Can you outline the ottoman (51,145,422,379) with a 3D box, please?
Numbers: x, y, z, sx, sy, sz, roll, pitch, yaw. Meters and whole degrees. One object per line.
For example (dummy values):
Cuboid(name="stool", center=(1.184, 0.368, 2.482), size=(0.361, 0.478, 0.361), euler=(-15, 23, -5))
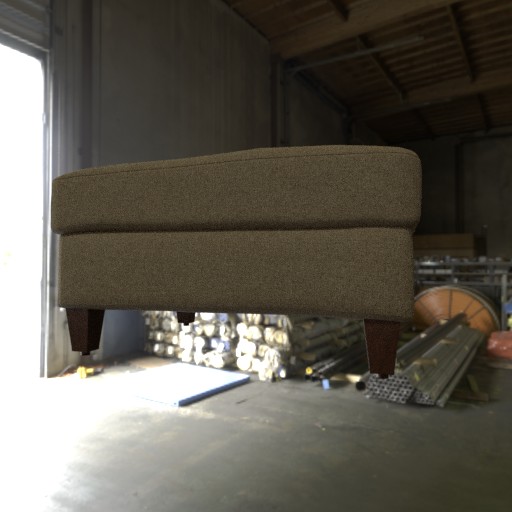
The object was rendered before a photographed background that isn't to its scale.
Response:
Cuboid(name="ottoman", center=(0.000, 0.000, 1.292), size=(0.889, 0.511, 0.692), euler=(0, -1, 18))
